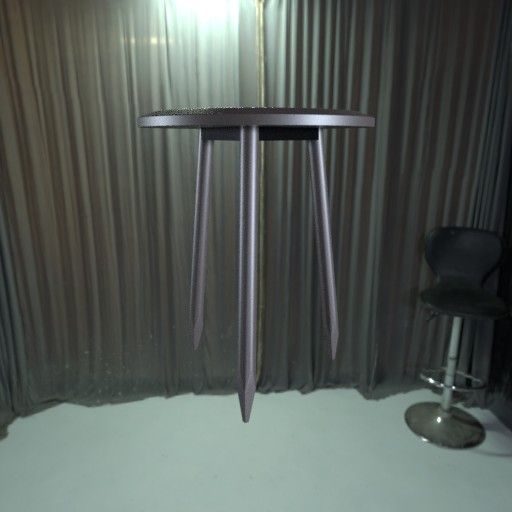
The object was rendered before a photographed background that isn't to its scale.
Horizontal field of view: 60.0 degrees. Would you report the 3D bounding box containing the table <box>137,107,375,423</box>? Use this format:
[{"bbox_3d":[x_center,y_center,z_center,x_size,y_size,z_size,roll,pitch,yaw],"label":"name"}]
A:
[{"bbox_3d":[0.000,0.000,0.956,0.457,0.585,0.457,0,15,0],"label":"table"}]
